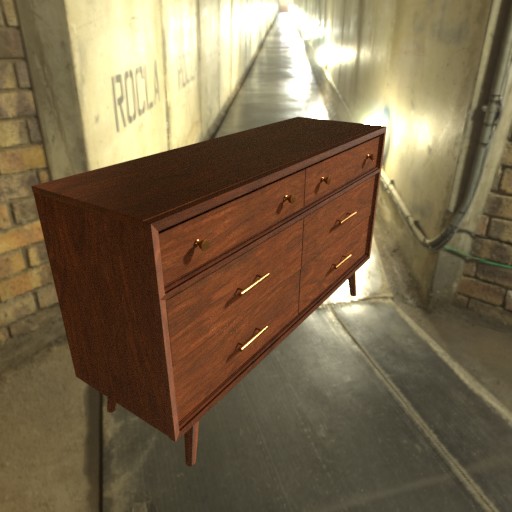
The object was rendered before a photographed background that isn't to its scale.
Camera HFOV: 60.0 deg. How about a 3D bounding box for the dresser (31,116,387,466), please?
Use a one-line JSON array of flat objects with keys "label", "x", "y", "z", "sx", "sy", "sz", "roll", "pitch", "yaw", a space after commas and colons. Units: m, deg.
[{"label": "dresser", "x": 0.000, "y": 0.000, "z": 1.847, "sx": 0.500, "sy": 0.889, "sz": 1.472, "roll": 17, "pitch": 31, "yaw": 31}]
